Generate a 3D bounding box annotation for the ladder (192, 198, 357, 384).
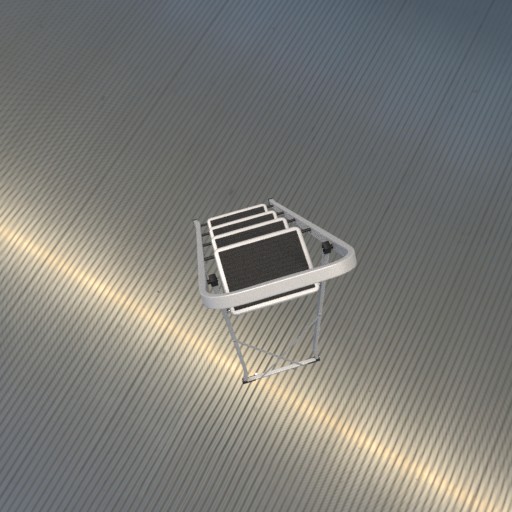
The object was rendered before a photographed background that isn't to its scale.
[{"bbox_3d":[0.000,0.000,1.731,0.460,1.265,0.914,-16,76,-4],"label":"ladder"}]
